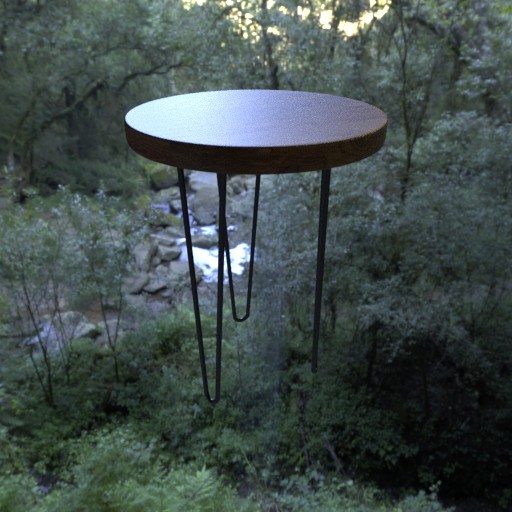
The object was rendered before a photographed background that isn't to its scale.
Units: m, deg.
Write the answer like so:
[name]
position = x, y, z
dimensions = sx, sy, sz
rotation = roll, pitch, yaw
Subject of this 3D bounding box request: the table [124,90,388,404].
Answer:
[table]
position = 0.000, 0.000, 0.820
dimensions = 0.400, 0.520, 0.400
rotation = 0, 30, 0
